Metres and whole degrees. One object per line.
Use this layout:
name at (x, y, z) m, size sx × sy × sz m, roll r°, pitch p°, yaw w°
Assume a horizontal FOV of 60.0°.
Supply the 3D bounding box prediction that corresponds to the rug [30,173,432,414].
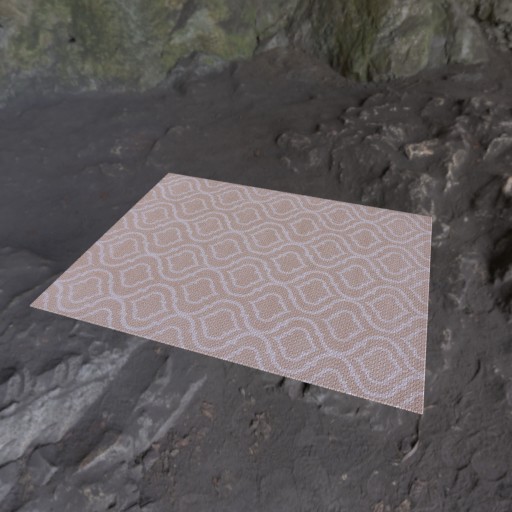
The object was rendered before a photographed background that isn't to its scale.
rug at (0.000, 0.000, 3.887) m, size 2.894 × 0.013 × 2.286 m, roll 12°, pitch 40°, yaw 15°
